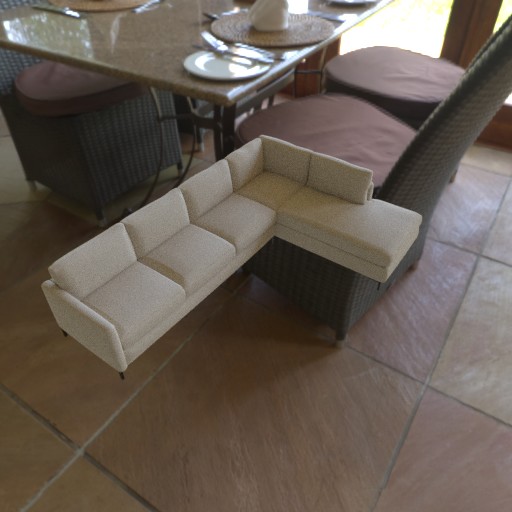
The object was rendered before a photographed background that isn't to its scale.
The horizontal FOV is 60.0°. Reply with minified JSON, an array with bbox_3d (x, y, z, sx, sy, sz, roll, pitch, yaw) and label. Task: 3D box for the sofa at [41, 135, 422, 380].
[{"bbox_3d":[0.000,0.000,3.964,2.007,0.815,2.949,26,47,27],"label":"sofa"}]
